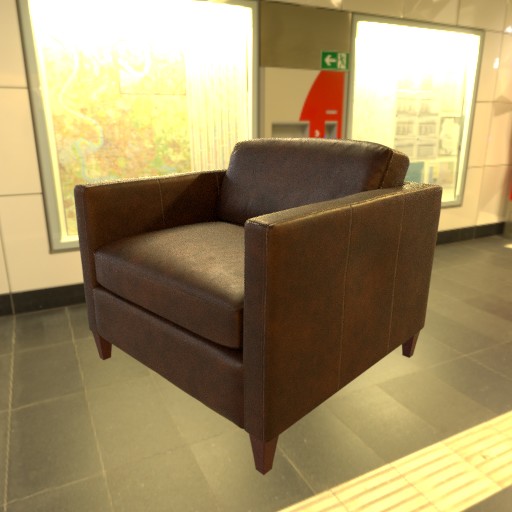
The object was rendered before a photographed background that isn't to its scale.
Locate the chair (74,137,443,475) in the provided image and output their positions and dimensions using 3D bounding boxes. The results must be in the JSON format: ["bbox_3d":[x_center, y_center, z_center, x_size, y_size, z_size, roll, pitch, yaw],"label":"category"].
[{"bbox_3d":[0.000,0.000,1.694,0.990,0.864,0.975,15,22,42],"label":"chair"}]
